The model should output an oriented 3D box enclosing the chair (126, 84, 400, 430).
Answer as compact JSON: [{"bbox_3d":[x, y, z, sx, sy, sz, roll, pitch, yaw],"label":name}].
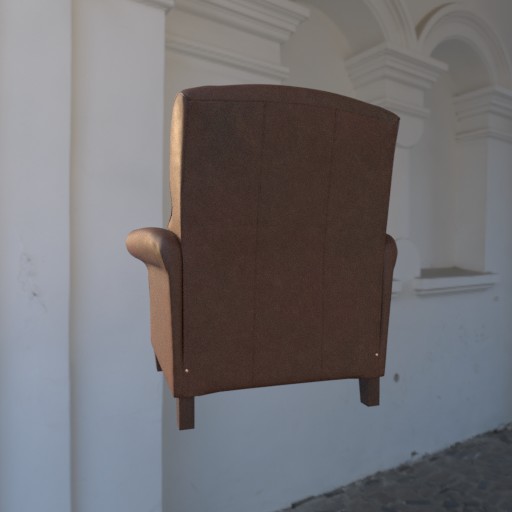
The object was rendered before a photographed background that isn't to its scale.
[{"bbox_3d":[0.000,0.000,1.777,0.978,1.061,0.902,0,1,-18],"label":"chair"}]
